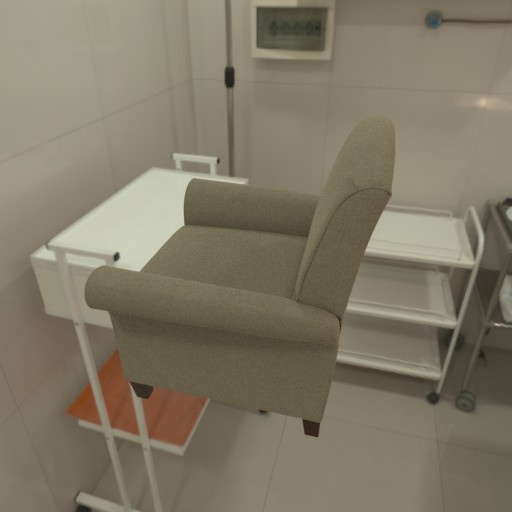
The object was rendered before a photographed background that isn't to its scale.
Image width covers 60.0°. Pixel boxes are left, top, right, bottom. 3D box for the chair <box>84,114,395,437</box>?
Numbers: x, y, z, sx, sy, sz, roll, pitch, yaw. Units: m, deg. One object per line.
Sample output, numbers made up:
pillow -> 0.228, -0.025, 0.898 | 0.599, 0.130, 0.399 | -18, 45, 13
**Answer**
chair -> 0.000, 0.000, 1.741 | 0.905, 1.061, 0.978 | 8, 32, 13
